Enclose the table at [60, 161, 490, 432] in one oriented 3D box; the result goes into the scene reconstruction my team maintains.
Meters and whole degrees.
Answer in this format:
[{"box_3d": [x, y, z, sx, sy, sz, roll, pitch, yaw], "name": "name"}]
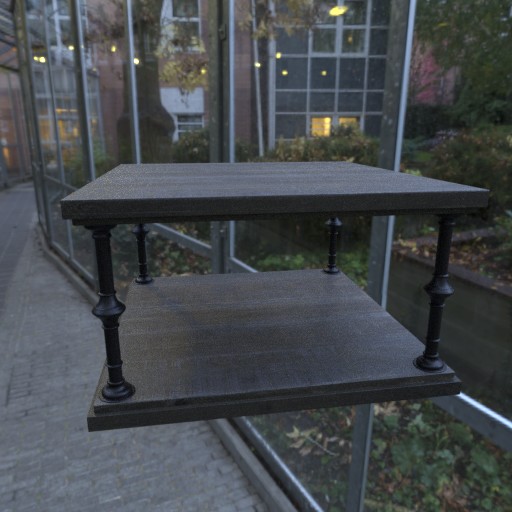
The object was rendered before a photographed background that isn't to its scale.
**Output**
[{"box_3d": [0.000, 0.000, 1.089, 0.696, 0.400, 0.696, -3, 16, -9], "name": "table"}]
